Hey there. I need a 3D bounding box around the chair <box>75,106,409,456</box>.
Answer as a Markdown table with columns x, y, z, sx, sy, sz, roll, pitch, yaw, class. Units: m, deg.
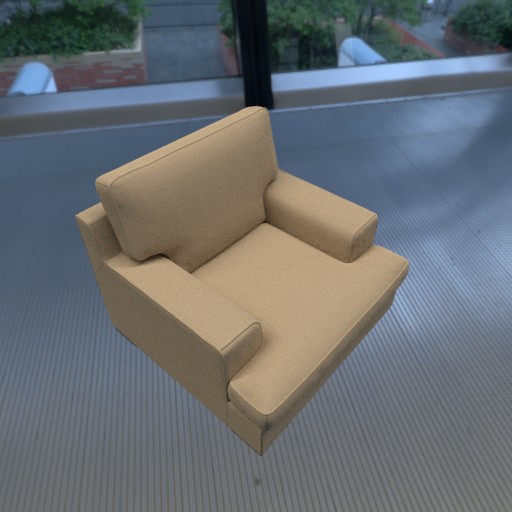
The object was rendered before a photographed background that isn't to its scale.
| x | y | z | sx | sy | sz | roll | pitch | yaw | class |
| --- | --- | --- | --- | --- | --- | --- | --- | --- | --- |
| 0.000 | 0.000 | 2.181 | 1.274 | 1.005 | 1.293 | 24 | 47 | 24 | chair |
